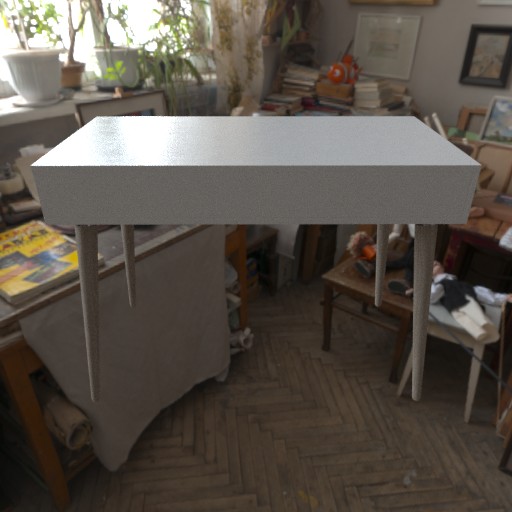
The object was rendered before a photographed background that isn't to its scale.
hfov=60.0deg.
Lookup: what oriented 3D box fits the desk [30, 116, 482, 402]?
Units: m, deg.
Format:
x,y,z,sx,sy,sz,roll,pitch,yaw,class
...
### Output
x,y,z,sx,sy,sz,roll,pitch,yaw,class
0.000,0.000,1.344,0.979,0.723,0.491,0,30,0,desk
